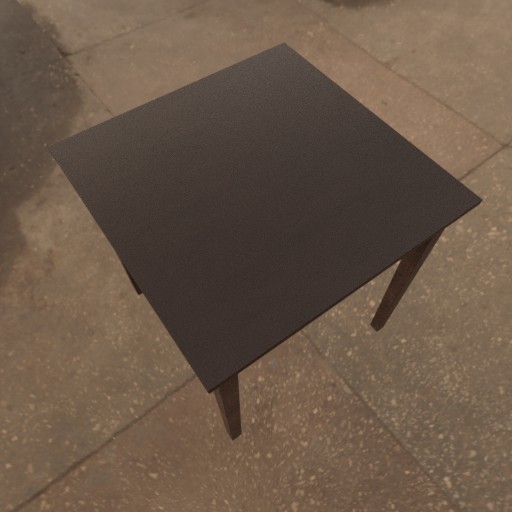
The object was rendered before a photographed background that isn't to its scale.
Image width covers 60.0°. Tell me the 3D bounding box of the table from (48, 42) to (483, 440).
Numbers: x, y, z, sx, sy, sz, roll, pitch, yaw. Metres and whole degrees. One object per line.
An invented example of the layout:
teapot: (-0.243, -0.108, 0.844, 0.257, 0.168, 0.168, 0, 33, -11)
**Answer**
table: (0.000, 0.000, 1.393, 0.749, 0.770, 0.749, -31, 63, -18)
